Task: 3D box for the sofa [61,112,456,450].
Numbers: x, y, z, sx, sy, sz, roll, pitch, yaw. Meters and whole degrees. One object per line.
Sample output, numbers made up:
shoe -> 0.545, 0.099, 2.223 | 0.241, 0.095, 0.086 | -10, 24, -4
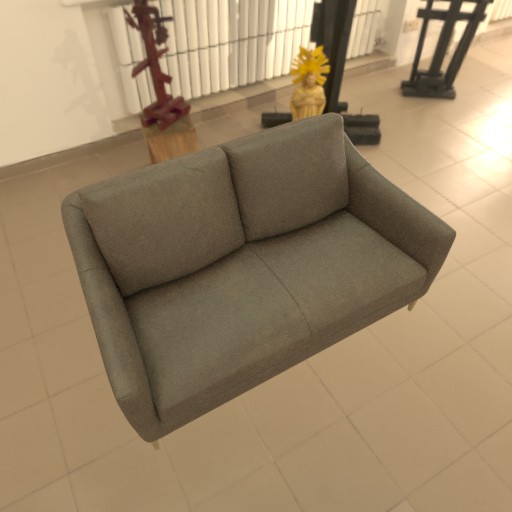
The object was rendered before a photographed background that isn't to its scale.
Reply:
sofa -> 0.000, 0.000, 2.135 | 1.619, 0.902, 0.960 | -23, 51, -20
